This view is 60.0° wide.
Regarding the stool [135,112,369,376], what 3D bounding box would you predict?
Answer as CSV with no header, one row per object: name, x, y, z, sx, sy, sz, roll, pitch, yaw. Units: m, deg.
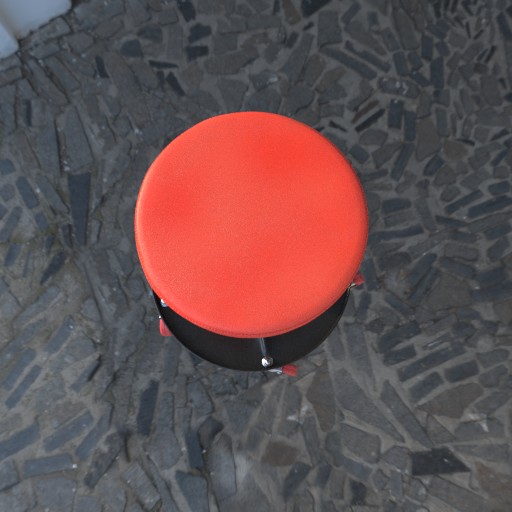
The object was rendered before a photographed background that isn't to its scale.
stool,0.000,0.000,0.679,0.382,0.365,0.381,-14,76,-4
